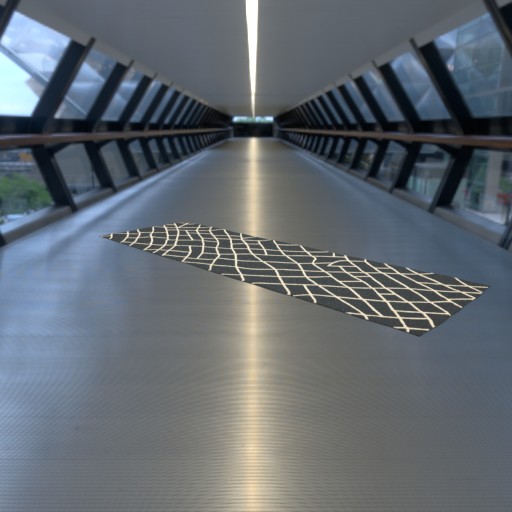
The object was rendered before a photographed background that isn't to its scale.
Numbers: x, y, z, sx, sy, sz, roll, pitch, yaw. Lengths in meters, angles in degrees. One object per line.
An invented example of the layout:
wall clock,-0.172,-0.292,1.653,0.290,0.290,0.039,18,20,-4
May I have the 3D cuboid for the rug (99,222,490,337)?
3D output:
rug,0.000,0.000,2.724,2.476,0.010,0.807,14,20,42
